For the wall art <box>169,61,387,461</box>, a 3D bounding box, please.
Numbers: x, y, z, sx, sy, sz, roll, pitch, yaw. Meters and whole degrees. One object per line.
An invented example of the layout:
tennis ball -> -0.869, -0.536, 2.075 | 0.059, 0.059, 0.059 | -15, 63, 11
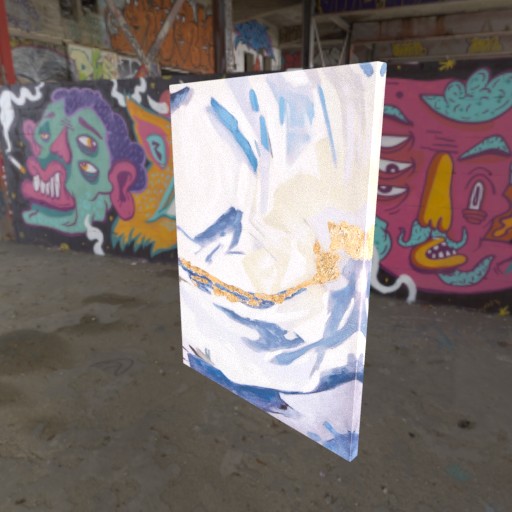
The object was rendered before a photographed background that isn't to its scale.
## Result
wall art -> 0.000, 0.000, 1.342 | 0.761, 1.015, 0.038 | 15, 22, 42
